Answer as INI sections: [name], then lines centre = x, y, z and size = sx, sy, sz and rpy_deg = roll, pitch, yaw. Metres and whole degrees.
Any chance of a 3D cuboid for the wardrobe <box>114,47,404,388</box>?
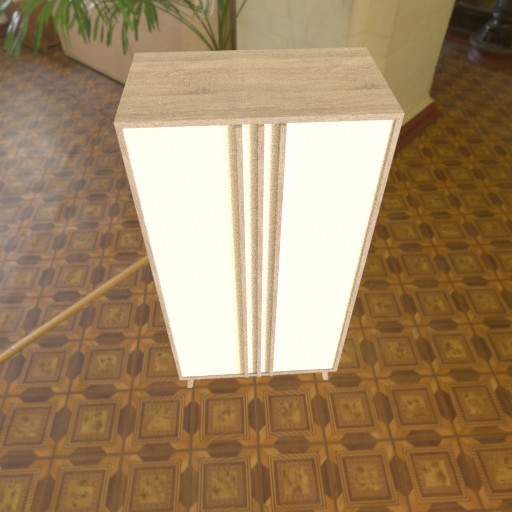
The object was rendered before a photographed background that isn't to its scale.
[wardrobe]
centre = 0.000, 0.000, 2.422
size = 1.000, 1.960, 0.600
rpy_deg = -3, 46, -2
